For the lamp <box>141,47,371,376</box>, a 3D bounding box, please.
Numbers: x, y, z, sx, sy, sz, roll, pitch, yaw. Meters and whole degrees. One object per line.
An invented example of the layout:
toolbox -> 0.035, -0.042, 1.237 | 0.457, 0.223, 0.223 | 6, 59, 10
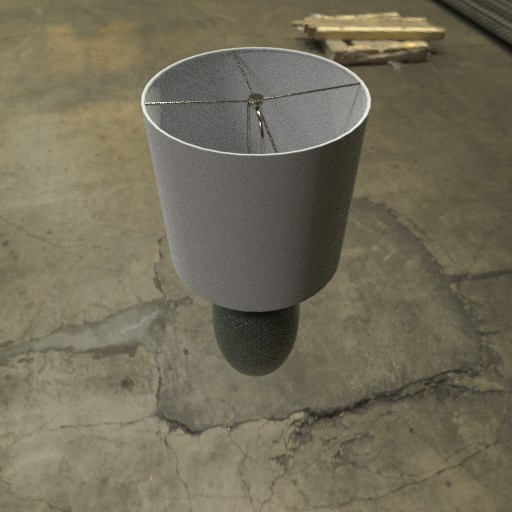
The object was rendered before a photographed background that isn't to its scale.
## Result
lamp -> 0.000, 0.000, 0.586 | 0.217, 0.453, 0.217 | -9, 47, -8
